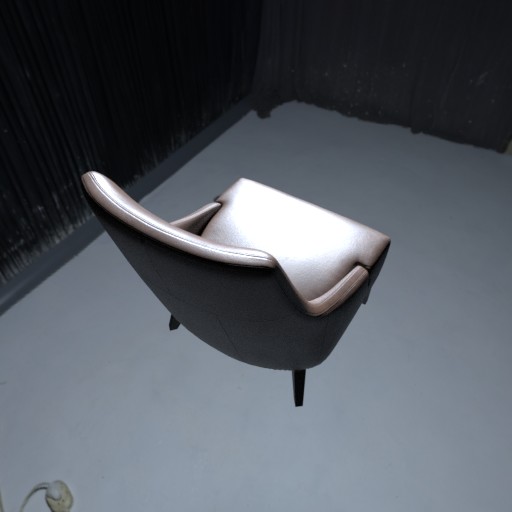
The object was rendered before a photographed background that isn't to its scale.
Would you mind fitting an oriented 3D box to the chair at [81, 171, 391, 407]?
[{"bbox_3d":[0.000,0.000,1.490,0.701,0.909,0.861,26,52,22],"label":"chair"}]
